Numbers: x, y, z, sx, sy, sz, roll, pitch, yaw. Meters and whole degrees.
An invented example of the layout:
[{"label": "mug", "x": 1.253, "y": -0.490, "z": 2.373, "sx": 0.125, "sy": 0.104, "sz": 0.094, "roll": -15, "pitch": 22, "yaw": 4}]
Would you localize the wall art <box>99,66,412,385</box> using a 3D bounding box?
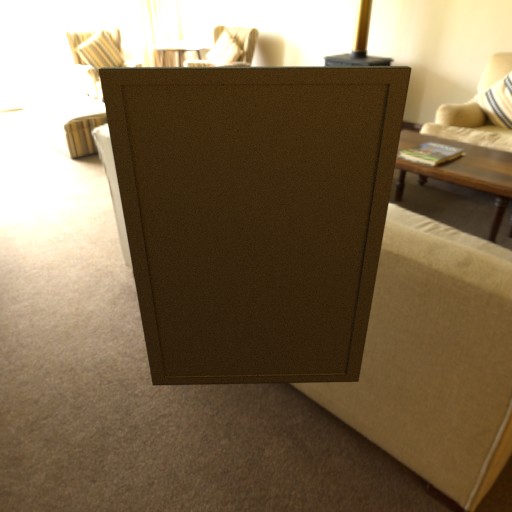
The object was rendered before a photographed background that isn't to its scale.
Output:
[{"label": "wall art", "x": 0.000, "y": 0.000, "z": 0.546, "sx": 0.303, "sy": 0.431, "sz": 0.013, "roll": -1, "pitch": 31, "yaw": -1}]
